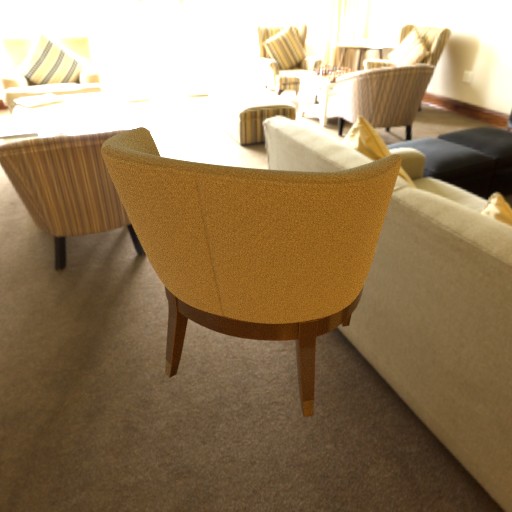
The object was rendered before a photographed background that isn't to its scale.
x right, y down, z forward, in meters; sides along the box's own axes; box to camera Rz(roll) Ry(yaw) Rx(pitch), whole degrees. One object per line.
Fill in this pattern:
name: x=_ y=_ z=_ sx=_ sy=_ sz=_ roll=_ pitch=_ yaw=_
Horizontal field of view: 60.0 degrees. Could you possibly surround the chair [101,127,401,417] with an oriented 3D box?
chair: x=0.000 y=0.000 z=1.275 sx=0.700 sy=0.760 sz=0.660 roll=11 pitch=33 yaw=17
